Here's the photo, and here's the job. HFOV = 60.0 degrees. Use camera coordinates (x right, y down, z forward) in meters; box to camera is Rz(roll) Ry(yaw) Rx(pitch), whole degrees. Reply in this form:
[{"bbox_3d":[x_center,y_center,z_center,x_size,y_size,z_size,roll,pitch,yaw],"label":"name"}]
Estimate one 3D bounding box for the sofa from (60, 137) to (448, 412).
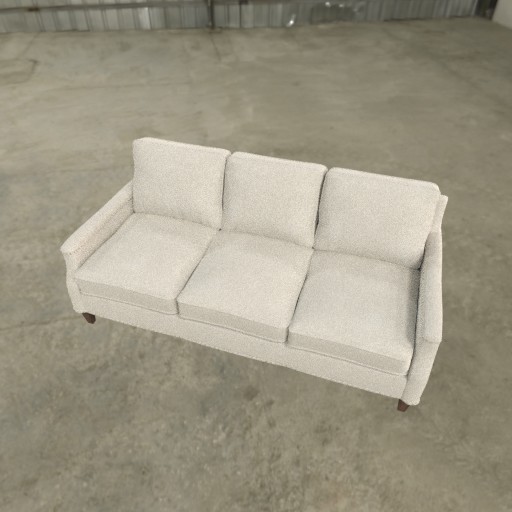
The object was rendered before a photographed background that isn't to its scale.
[{"bbox_3d":[0.000,0.000,2.856,2.246,1.003,1.084,12,42,14],"label":"sofa"}]
